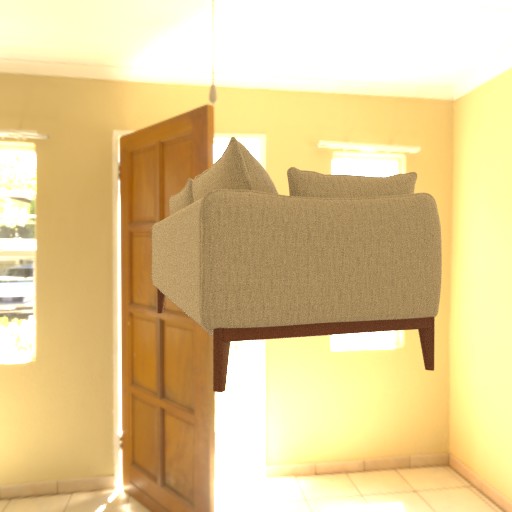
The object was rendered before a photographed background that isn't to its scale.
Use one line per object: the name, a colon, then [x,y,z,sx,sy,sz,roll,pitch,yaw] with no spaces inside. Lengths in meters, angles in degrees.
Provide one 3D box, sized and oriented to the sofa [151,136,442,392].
sofa: [0.000,0.000,2.487,0.991,0.860,1.989,0,1,-18]
